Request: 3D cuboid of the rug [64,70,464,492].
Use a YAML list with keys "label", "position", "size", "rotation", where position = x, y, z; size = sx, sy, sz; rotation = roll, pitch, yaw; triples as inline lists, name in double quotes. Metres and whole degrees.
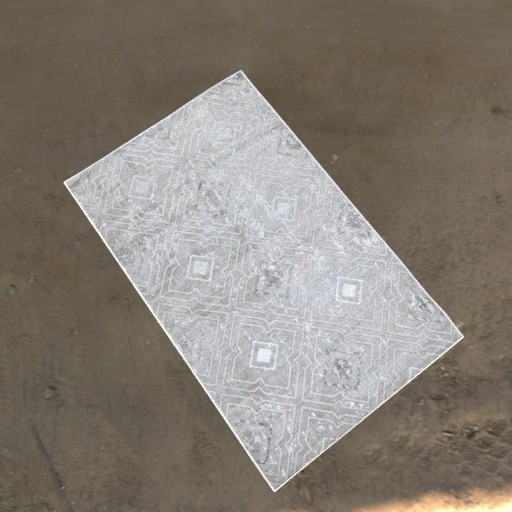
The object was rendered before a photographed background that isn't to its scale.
- label: "rug"
  position: [0.000, 0.000, 2.967]
  size: [1.537, 0.036, 2.447]
  rotation: [-36, 79, -8]
